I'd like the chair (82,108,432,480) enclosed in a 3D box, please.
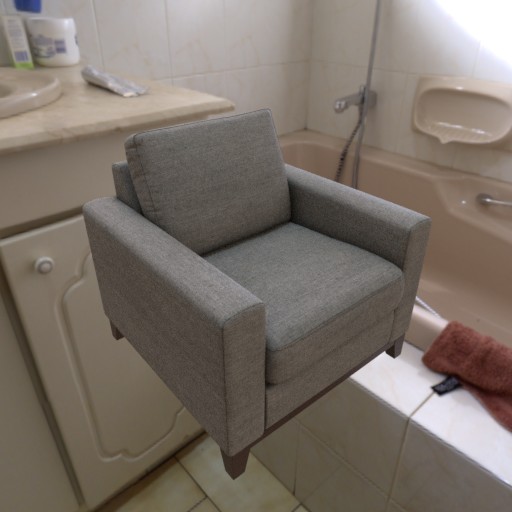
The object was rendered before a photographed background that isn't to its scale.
[{"bbox_3d":[0.000,0.000,1.860,1.024,1.010,1.038,-23,37,-33],"label":"chair"}]
